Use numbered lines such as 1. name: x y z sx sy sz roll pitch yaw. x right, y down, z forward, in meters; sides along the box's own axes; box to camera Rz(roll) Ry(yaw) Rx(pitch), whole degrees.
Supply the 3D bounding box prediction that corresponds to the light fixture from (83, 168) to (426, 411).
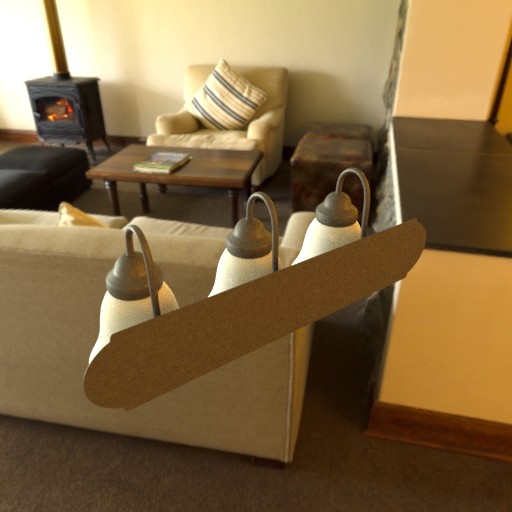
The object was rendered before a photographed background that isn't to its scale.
1. light fixture: 0.000 0.000 0.703 0.610 0.222 0.199 -19 35 -31
